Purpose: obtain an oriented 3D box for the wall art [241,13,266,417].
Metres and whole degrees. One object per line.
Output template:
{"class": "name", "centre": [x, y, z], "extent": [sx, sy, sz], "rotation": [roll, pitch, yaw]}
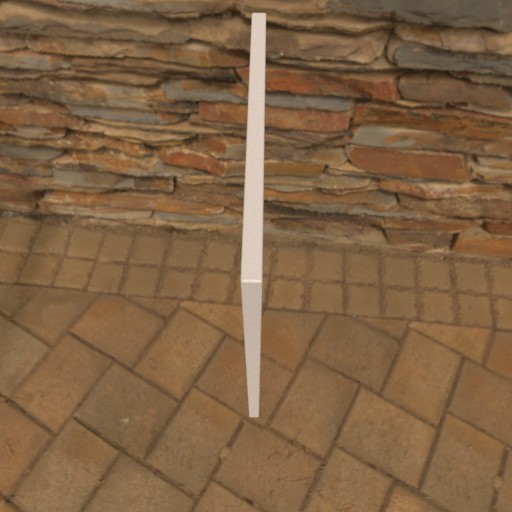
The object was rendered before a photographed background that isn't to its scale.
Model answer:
{"class": "wall art", "centre": [0.000, 0.000, 1.020], "extent": [0.026, 0.813, 0.556], "rotation": [1, 59, 1]}
